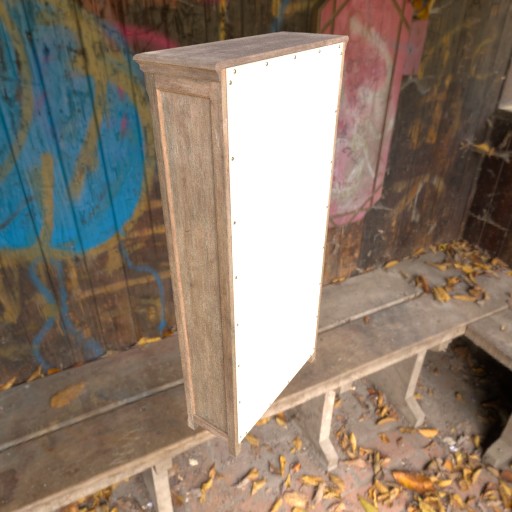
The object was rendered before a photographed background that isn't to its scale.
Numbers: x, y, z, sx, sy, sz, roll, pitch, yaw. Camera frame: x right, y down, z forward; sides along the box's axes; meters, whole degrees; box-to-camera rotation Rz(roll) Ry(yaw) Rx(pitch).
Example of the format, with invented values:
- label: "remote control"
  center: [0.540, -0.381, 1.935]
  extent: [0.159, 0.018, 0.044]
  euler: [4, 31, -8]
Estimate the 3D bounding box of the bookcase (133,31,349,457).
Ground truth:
- label: "bookcase"
  center: [0.000, 0.000, 2.159]
  extent: [0.348, 1.880, 0.906]
  euler: [20, 37, 29]
